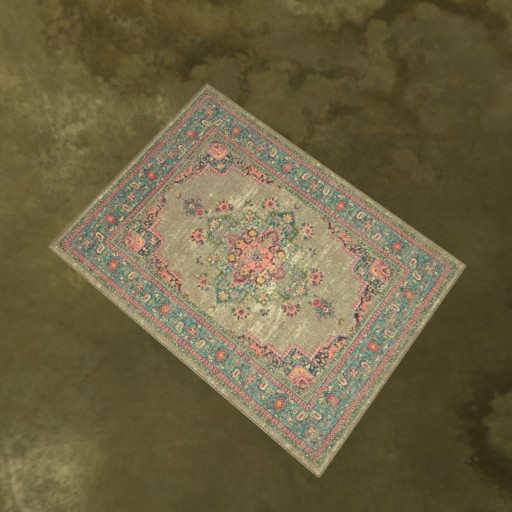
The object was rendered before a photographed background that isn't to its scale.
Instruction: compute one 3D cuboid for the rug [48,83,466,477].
[{"bbox_3d":[0.000,0.000,2.888,2.214,0.013,1.609,38,78,10],"label":"rug"}]
